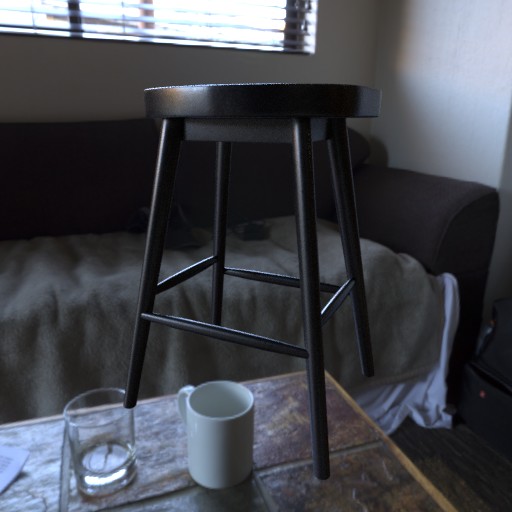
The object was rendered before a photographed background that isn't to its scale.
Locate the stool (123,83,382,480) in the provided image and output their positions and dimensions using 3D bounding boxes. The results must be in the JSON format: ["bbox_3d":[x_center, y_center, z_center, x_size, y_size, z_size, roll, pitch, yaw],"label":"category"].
[{"bbox_3d":[0.000,0.000,0.875,0.440,0.615,0.361,9,19,25],"label":"stool"}]
